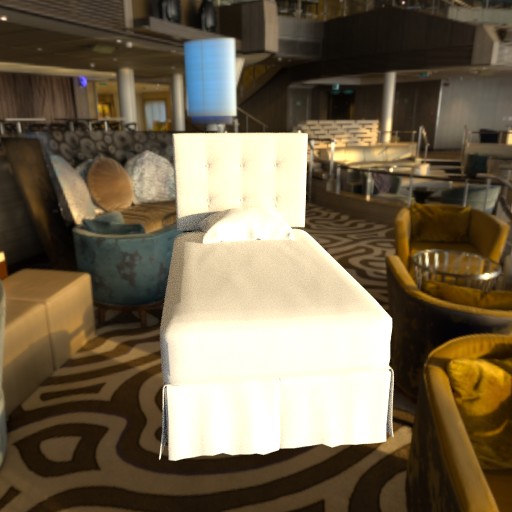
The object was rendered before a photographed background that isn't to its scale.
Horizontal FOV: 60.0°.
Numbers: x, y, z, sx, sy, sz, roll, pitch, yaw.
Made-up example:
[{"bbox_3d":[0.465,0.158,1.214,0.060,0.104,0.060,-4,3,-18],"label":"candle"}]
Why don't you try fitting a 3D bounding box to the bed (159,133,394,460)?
[{"bbox_3d":[0.000,0.000,3.028,1.261,1.571,1.997,-2,17,-7],"label":"bed"}]
